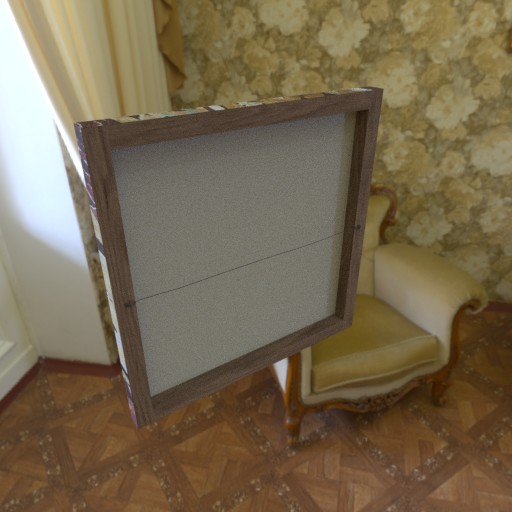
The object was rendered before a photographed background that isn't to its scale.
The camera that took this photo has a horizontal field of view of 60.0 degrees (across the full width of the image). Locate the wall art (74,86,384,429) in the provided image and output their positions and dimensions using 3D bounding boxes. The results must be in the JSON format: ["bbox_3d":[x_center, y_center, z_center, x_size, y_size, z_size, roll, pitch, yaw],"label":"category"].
[{"bbox_3d":[0.000,0.000,0.924,0.609,0.613,0.041,-18,34,-29],"label":"wall art"}]
